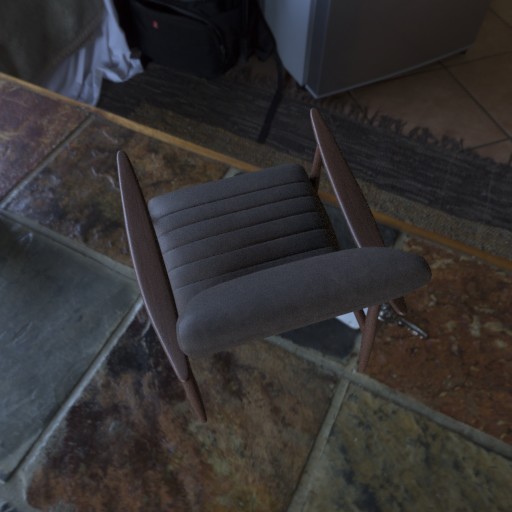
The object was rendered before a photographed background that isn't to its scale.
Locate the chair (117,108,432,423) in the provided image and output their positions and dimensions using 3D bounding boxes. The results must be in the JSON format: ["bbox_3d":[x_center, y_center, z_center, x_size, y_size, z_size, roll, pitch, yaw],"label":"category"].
[{"bbox_3d":[0.000,0.000,1.437,0.741,0.831,0.798,-15,60,-9],"label":"chair"}]
